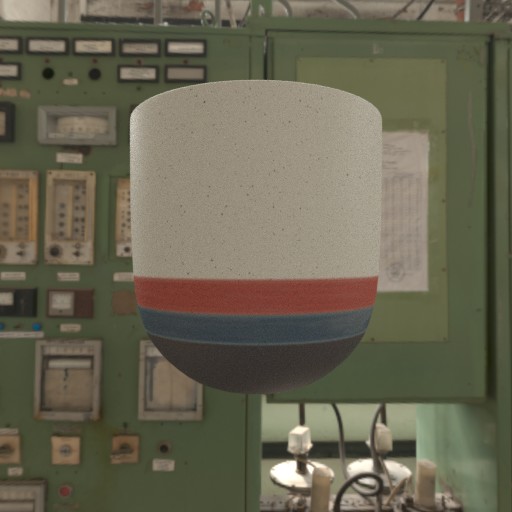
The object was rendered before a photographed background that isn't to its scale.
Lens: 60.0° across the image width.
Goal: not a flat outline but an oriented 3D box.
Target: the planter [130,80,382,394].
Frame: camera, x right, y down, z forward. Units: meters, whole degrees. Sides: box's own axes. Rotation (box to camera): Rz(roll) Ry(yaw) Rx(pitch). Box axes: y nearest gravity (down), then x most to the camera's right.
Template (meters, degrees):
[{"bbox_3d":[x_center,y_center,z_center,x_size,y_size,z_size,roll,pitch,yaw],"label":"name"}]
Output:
[{"bbox_3d":[0.000,0.000,0.371,0.204,0.214,0.204,0,0,0],"label":"planter"}]
